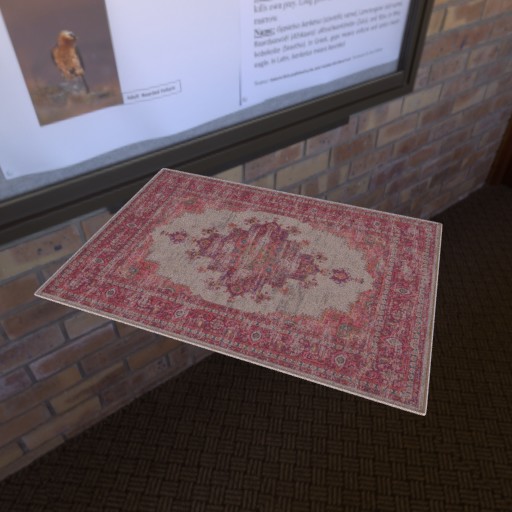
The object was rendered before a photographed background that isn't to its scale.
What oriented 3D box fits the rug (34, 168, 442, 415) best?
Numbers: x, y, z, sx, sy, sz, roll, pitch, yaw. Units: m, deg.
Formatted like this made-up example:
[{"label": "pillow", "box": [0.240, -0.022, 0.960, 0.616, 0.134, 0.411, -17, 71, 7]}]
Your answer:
[{"label": "rug", "box": [0.000, 0.000, 3.703, 2.878, 0.014, 2.005, 14, 43, 15]}]
